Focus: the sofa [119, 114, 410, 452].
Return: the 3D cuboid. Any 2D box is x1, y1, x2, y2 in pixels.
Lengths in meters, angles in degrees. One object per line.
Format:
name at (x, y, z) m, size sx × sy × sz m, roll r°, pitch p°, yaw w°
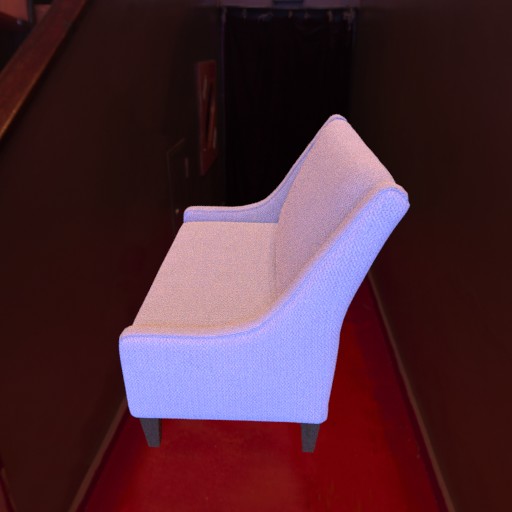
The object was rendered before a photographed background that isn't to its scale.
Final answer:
sofa at (0.000, 0.000, 1.932) m, size 0.870 × 1.022 × 1.242 m, roll 1°, pitch 26°, yaw 2°
